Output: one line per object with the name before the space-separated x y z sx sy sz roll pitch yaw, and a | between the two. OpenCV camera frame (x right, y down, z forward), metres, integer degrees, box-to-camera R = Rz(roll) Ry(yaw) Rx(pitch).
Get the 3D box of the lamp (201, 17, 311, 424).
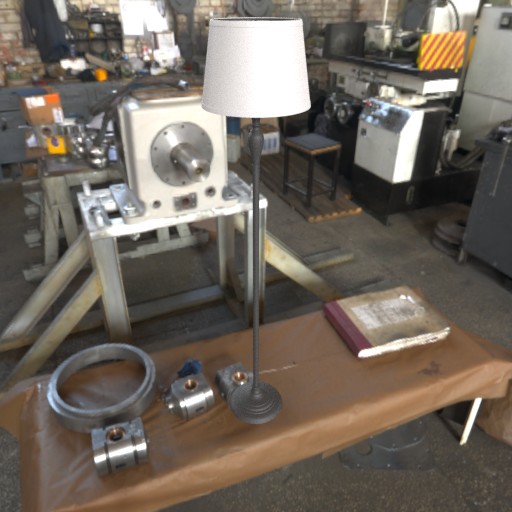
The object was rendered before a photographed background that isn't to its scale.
lamp | 0.000 0.000 1.597 0.327 1.506 0.327 18 35 28
